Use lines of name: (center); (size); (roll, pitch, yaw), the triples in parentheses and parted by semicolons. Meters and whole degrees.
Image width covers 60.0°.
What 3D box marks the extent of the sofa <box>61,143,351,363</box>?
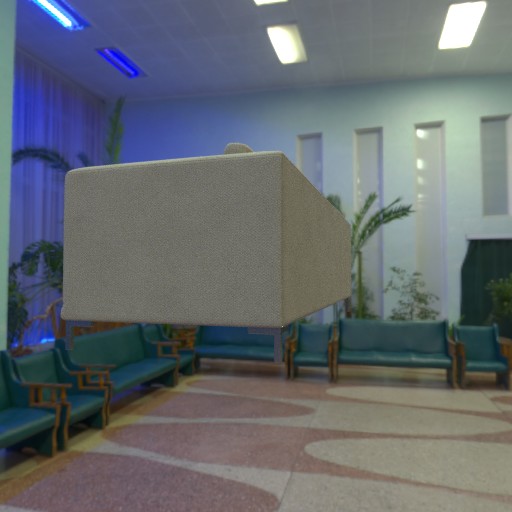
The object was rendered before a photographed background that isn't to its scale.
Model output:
sofa: (0.000, 0.000, 2.858); (0.969, 0.867, 2.415); (-1, -3, 18)
